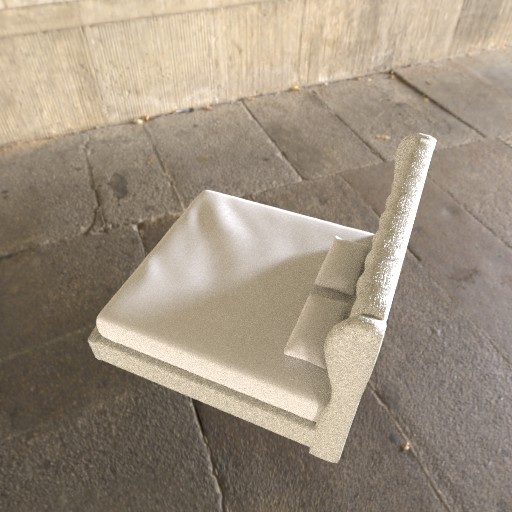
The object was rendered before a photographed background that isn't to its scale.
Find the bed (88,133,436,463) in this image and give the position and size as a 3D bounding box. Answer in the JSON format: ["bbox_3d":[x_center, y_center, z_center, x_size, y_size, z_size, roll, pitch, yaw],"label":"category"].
[{"bbox_3d":[0.000,0.000,3.893,2.347,1.771,2.219,17,48,16],"label":"bed"}]
